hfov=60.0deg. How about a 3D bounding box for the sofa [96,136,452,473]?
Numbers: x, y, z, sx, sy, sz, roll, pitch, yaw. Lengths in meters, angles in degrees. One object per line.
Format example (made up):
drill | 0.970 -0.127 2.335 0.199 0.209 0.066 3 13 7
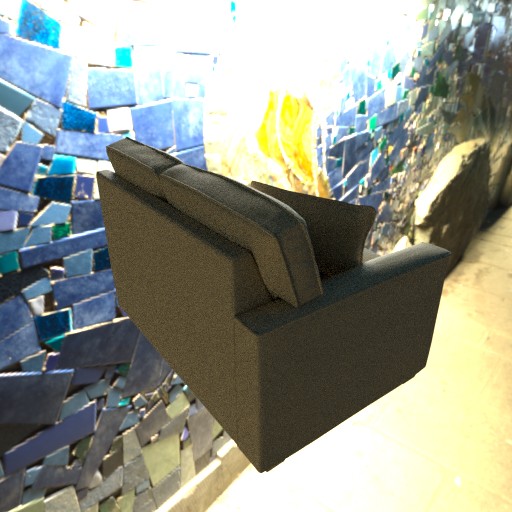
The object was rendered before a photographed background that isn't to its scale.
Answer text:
sofa | 0.000 0.000 2.089 0.991 0.989 1.388 -18 31 -32
